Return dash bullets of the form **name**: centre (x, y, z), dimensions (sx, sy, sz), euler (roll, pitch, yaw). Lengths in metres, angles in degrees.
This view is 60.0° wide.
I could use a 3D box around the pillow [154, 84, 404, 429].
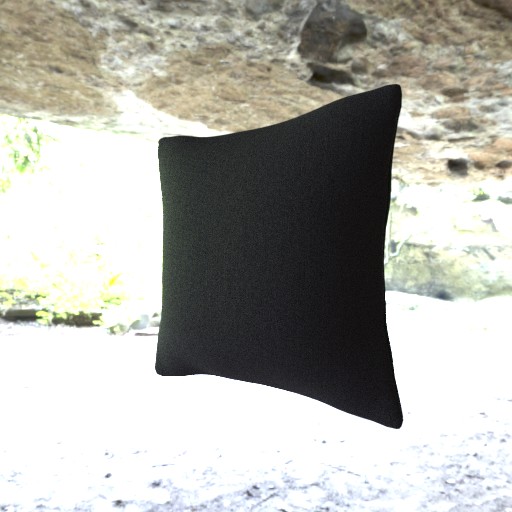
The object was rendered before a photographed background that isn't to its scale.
- **pillow**: centre (0.000, 0.000, 0.657), dimensions (0.437, 0.419, 0.136), euler (0, 0, 36)
